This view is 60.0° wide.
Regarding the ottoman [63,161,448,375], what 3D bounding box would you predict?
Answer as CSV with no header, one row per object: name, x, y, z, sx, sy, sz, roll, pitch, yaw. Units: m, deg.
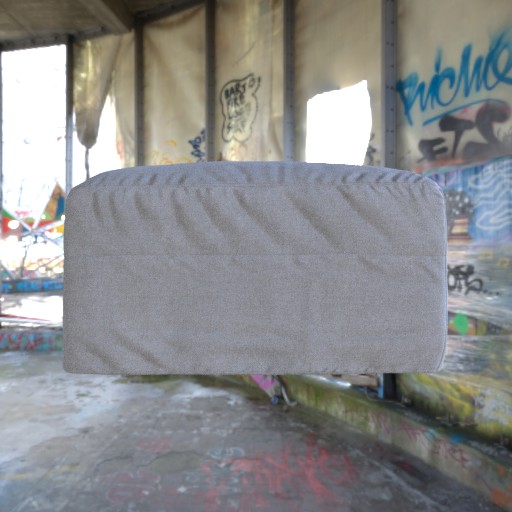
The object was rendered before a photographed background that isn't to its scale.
ottoman,0.000,0.000,1.233,0.837,0.481,0.683,0,1,0
